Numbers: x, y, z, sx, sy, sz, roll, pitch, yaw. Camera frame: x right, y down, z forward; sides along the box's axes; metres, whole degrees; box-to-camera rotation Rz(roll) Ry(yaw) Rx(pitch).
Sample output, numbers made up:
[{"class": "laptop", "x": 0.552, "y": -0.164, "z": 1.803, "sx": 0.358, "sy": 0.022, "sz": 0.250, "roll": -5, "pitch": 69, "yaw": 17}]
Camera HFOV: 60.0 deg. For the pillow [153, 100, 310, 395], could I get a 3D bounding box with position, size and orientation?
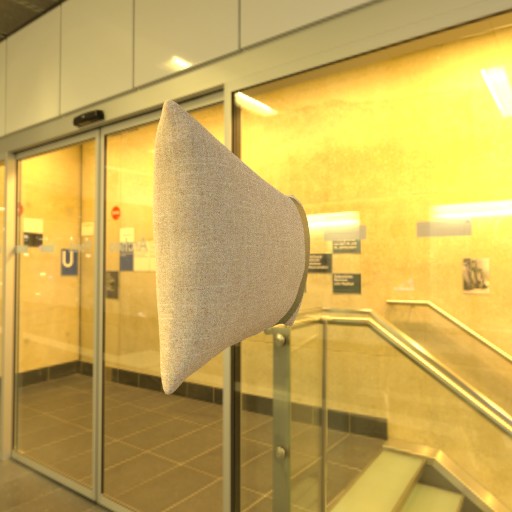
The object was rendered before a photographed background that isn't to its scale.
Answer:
[{"class": "pillow", "x": 0.000, "y": 0.000, "z": 1.037, "sx": 0.197, "sy": 0.429, "sz": 0.859, "roll": 0, "pitch": -2, "yaw": 16}]
